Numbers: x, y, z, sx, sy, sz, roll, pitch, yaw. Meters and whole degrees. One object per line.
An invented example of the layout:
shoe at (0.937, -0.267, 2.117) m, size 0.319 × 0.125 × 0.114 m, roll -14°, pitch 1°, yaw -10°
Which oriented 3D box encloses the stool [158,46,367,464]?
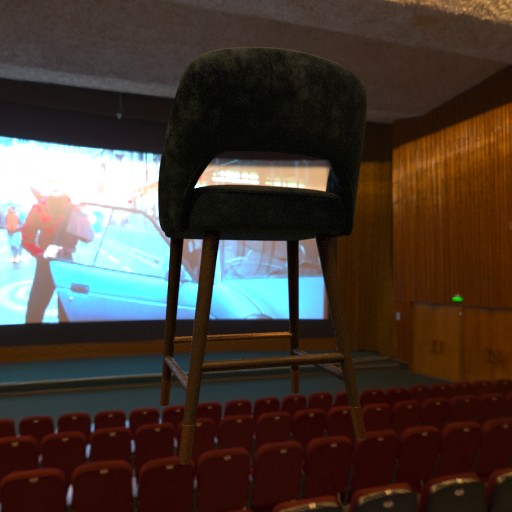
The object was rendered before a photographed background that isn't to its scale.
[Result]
stool at (0.000, 0.000, 1.224) m, size 0.536 × 0.925 × 0.524 m, roll 0°, pitch -2°, yaw -18°
